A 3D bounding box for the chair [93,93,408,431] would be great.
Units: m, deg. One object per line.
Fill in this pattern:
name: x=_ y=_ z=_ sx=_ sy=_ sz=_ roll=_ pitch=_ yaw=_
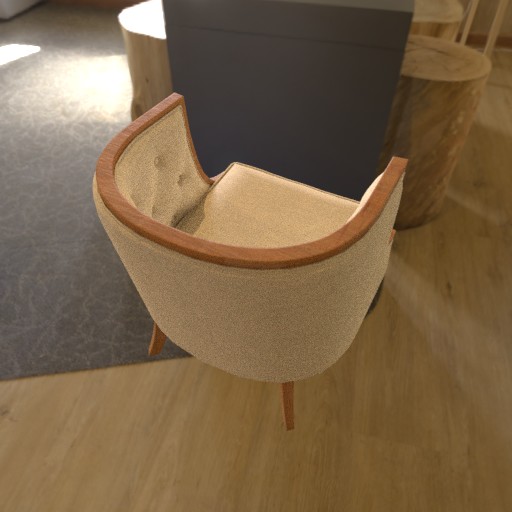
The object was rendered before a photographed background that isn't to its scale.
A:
chair: x=0.000 y=0.000 z=1.362 sx=0.711 sy=0.775 sz=0.757 roll=22 pitch=51 yaw=19
